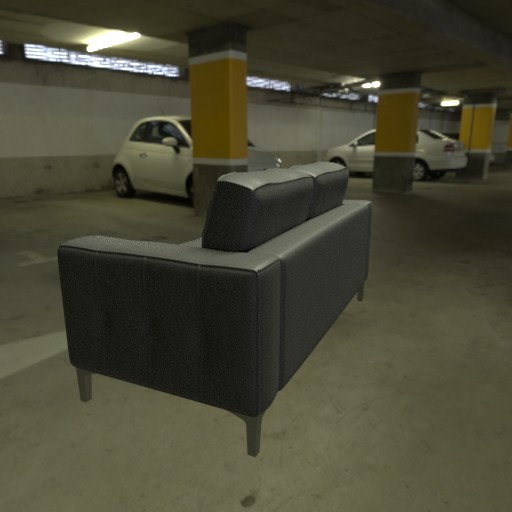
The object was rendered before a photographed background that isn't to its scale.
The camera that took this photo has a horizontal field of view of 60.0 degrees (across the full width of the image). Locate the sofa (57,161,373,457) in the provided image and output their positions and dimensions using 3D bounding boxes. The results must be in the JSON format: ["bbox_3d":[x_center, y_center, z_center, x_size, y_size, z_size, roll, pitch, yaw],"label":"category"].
[{"bbox_3d":[0.000,0.000,2.214,0.833,0.892,1.726,7,16,24],"label":"sofa"}]
